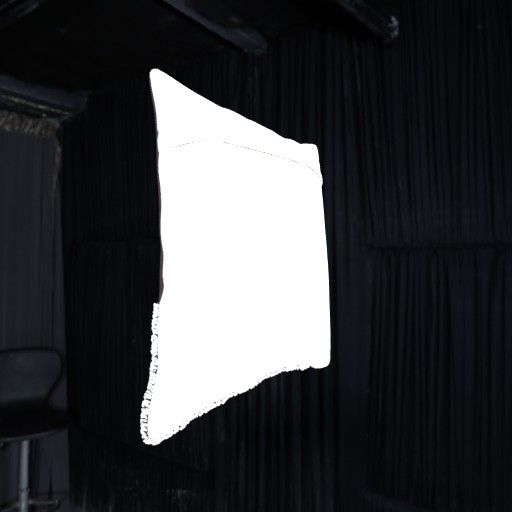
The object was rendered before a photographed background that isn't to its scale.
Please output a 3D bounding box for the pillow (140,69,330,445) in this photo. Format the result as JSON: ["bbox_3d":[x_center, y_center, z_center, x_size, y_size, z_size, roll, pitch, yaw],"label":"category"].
[{"bbox_3d":[0.000,0.000,0.738,0.178,0.473,0.475,0,-1,34],"label":"pillow"}]
